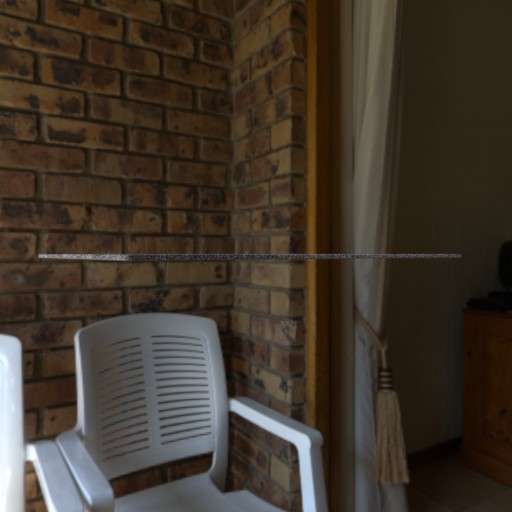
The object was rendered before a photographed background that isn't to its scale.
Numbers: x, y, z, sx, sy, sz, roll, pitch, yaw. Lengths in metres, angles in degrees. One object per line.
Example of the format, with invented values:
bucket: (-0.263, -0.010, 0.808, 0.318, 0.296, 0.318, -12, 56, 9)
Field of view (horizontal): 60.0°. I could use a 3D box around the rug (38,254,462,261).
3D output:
rug: (0.000, 0.000, 3.384, 2.699, 0.026, 1.802, 0, 0, -37)
